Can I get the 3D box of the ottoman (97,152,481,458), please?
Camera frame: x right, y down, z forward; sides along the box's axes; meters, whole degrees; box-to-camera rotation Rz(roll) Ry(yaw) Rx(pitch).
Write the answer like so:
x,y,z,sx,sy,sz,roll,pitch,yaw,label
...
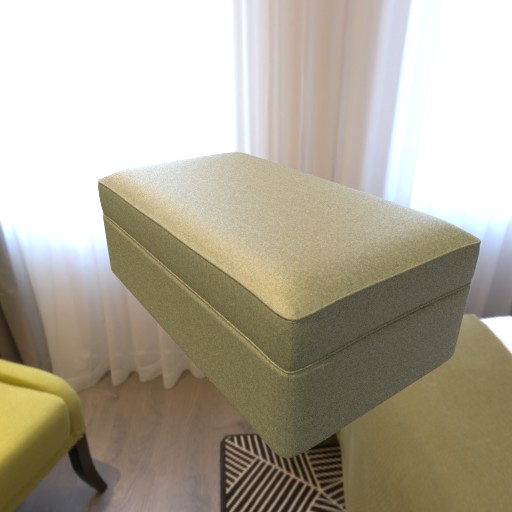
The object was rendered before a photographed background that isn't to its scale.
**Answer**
x,y,z,sx,sy,sz,roll,pitch,yaw,label
0.000,0.000,1.506,0.681,0.494,1.173,-17,31,-31,ottoman
